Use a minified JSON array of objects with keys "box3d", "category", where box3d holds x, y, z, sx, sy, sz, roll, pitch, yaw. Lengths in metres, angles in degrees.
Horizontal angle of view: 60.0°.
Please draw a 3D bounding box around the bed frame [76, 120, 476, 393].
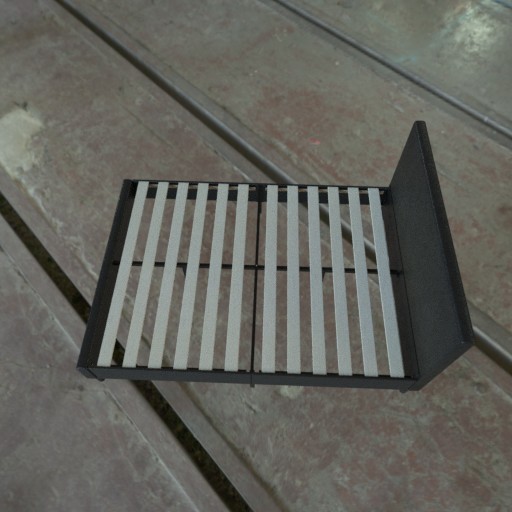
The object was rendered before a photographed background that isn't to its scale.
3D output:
[{"box3d":[0.000,0.000,3.181,2.318,1.127,1.634,2,59,1],"category":"bed frame"}]
